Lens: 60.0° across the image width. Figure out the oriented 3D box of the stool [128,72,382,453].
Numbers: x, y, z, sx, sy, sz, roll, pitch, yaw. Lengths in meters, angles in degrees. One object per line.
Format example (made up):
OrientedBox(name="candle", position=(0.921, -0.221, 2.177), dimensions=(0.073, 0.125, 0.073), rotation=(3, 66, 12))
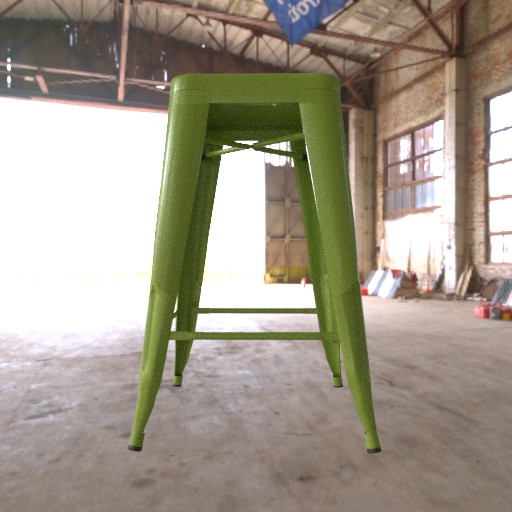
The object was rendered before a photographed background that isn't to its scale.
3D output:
OrientedBox(name="stool", position=(0.000, 0.000, 0.859), dimensions=(0.398, 0.609, 0.358), rotation=(0, 0, 1))
